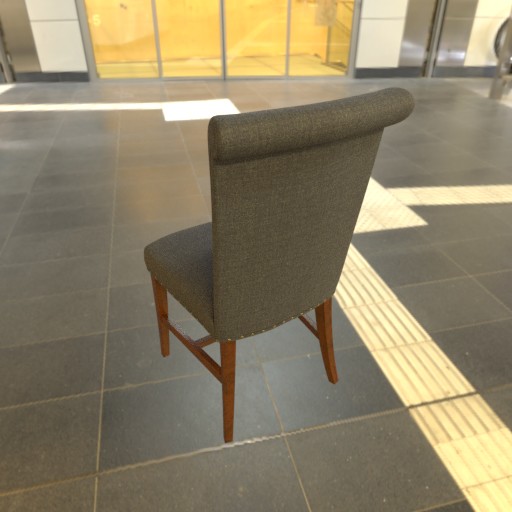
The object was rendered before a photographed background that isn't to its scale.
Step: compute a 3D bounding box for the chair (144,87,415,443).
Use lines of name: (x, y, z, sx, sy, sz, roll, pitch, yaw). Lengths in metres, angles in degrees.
chair: (0.000, 0.000, 1.328, 0.513, 0.988, 0.608, -19, 36, -28)
